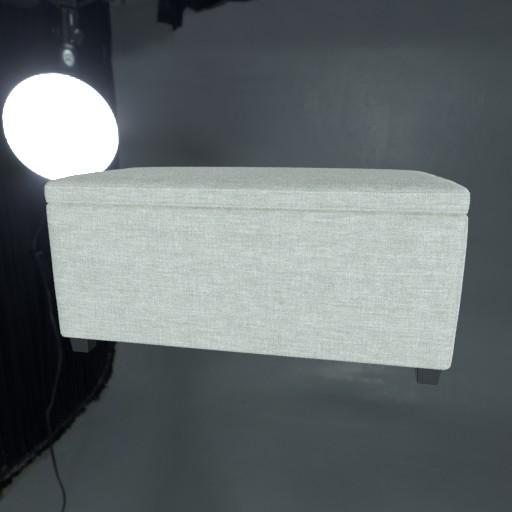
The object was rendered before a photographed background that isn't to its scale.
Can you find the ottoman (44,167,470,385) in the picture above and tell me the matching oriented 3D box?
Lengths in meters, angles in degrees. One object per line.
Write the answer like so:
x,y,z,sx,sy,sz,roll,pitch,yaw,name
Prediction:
0.000,0.000,1.122,0.902,0.432,0.419,3,14,10,ottoman
